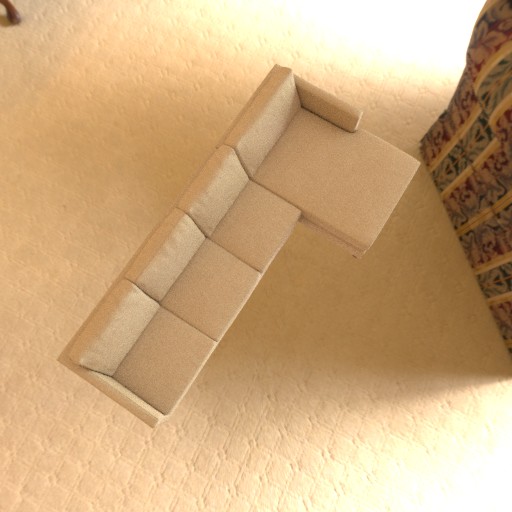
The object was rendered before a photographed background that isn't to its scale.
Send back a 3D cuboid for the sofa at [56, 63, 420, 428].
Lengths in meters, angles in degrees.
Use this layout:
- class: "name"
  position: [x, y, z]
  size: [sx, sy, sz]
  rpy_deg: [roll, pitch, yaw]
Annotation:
- class: "sofa"
  position: [0.000, 0.000, 3.864]
  size: [1.625, 0.846, 3.186]
  rpy_deg: [32, 78, 8]
